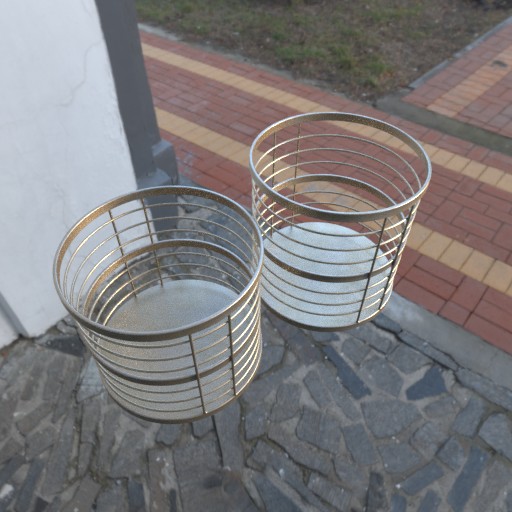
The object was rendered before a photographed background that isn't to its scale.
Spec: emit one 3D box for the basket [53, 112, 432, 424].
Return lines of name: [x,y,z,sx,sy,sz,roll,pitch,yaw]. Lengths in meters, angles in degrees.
basket: [0.000,0.000,0.929,0.746,0.351,0.356,-25,51,-22]
